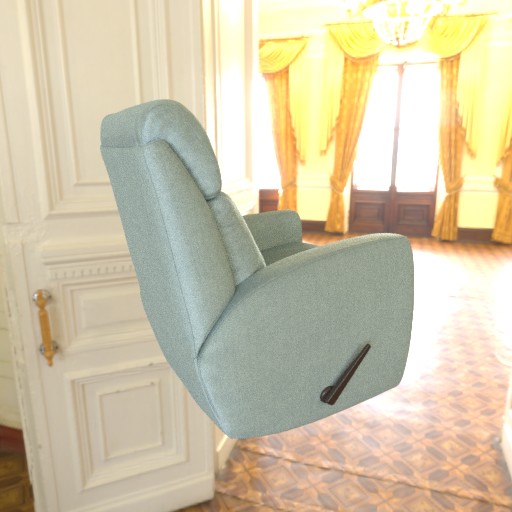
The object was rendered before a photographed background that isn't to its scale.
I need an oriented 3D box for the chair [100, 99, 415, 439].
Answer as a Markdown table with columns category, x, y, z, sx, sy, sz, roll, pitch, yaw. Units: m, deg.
| category | x | y | z | sx | sy | sz | roll | pitch | yaw |
| --- | --- | --- | --- | --- | --- | --- | --- | --- | --- |
| chair | 0.000 | 0.000 | 1.598 | 0.940 | 1.013 | 0.812 | -7 | 16 | -27 |
